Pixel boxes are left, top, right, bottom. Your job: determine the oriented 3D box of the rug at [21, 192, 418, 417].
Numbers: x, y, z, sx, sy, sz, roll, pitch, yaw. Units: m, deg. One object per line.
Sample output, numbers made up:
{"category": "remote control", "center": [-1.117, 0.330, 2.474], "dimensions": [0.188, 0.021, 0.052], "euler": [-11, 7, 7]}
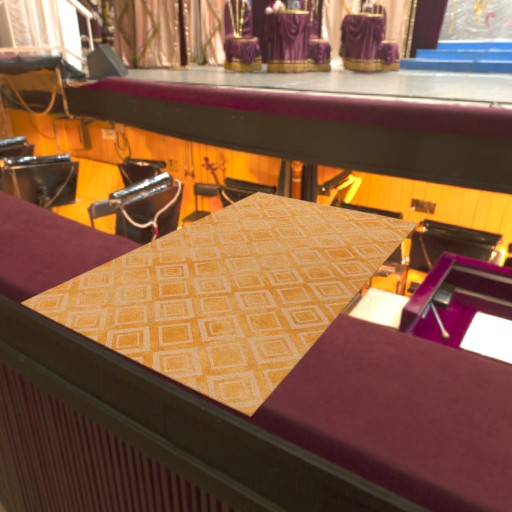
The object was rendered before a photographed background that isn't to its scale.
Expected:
{"category": "rug", "center": [0.000, 0.000, 2.967], "dimensions": [1.511, 0.010, 2.424], "euler": [15, 29, 29]}
